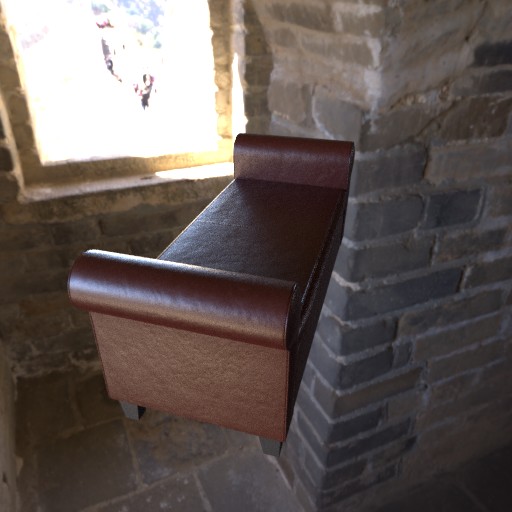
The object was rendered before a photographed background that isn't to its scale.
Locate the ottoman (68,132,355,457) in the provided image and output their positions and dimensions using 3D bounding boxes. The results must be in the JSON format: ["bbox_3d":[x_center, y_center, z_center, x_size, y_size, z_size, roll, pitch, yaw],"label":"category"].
[{"bbox_3d":[0.000,0.000,1.551,0.521,0.547,1.256,9,31,14],"label":"ottoman"}]
